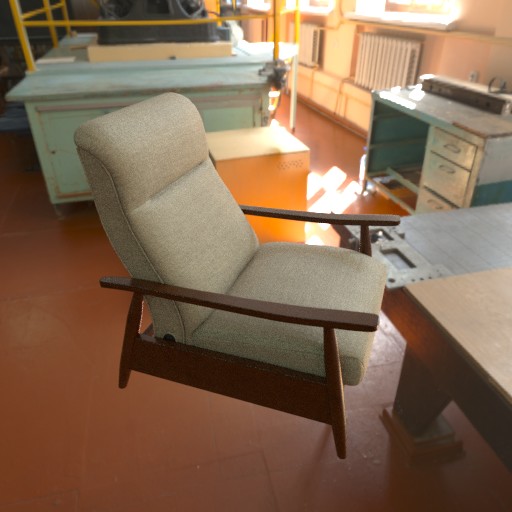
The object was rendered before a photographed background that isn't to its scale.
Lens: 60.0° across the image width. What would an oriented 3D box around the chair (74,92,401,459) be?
[{"bbox_3d":[0.000,0.000,1.738,1.014,1.082,0.762,11,33,17],"label":"chair"}]
